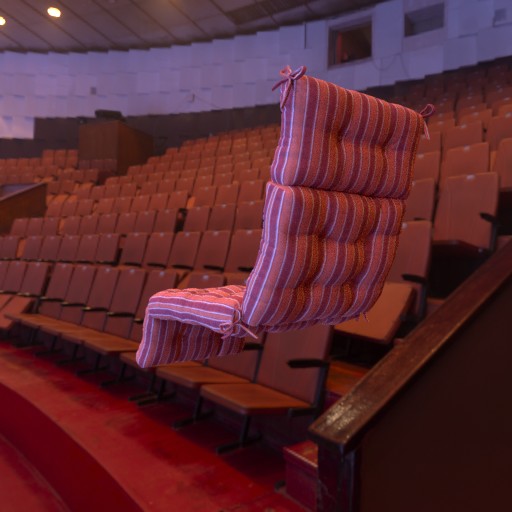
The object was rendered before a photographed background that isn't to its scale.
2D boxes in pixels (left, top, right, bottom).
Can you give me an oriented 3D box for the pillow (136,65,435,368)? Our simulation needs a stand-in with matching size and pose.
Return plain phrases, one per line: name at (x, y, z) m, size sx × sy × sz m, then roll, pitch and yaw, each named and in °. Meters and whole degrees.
pillow at (0.000, 0.000, 1.487) m, size 0.526 × 0.863 × 1.016 m, roll 0°, pitch -1°, yaw -36°
